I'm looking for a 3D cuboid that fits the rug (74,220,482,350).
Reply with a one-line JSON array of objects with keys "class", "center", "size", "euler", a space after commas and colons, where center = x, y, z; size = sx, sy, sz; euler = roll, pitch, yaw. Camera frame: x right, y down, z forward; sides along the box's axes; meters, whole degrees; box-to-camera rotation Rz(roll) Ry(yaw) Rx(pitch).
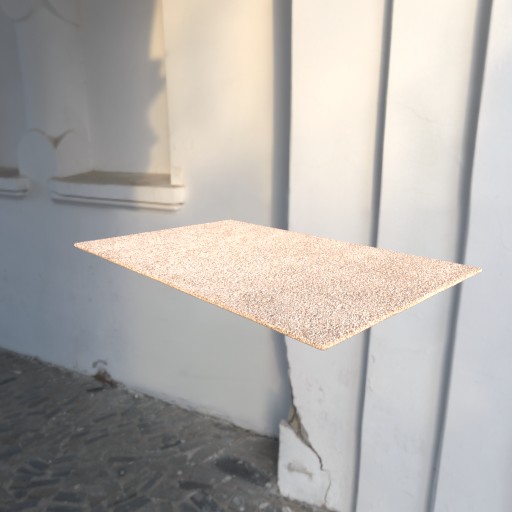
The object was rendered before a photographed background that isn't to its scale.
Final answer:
[{"class": "rug", "center": [0.000, 0.000, 3.473], "size": [1.778, 0.030, 2.743], "euler": [-13, 20, -42]}]
